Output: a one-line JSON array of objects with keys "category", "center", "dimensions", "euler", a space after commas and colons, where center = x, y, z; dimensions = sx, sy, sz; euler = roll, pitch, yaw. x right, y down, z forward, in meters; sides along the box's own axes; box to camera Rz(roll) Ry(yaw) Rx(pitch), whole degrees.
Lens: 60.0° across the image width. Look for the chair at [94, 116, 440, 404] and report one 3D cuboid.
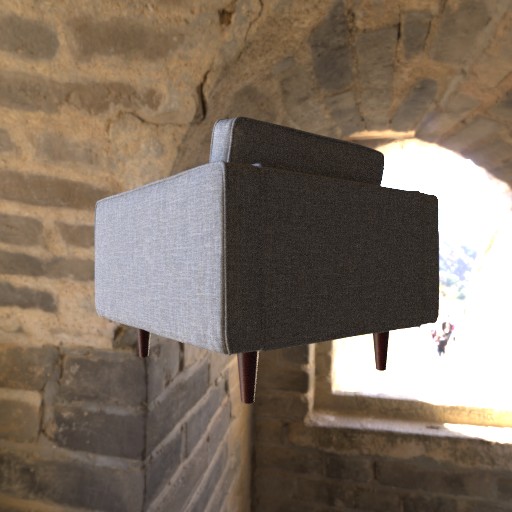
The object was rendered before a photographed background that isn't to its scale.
[{"category": "chair", "center": [0.000, 0.000, 1.580], "dimensions": [0.889, 0.765, 0.914], "euler": [0, -1, -37]}]
